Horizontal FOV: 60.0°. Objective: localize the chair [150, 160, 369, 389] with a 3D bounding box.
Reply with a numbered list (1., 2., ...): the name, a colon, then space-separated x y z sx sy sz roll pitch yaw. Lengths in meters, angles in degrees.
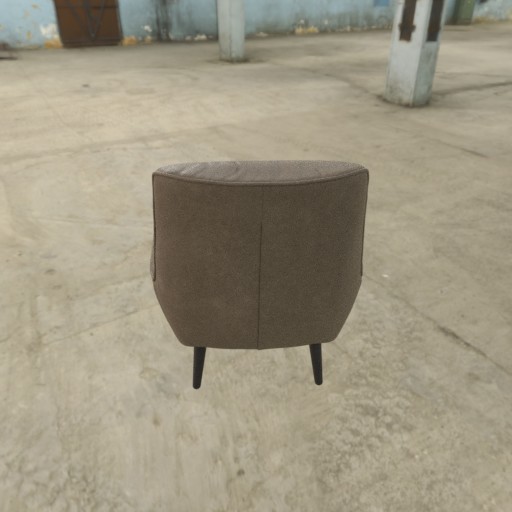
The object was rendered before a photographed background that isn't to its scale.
1. chair: 0.000 0.000 1.536 0.787 0.888 0.824 -1 30 -2
